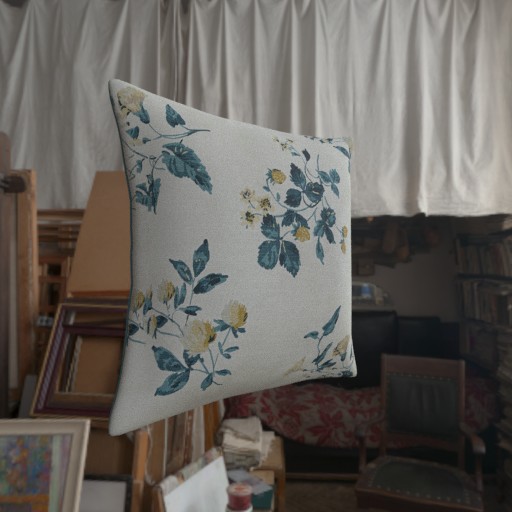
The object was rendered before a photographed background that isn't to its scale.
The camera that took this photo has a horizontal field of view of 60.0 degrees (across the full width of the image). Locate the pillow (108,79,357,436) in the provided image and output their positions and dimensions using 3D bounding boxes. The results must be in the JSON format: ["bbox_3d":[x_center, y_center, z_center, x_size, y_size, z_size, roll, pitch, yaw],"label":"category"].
[{"bbox_3d":[0.000,0.000,0.783,0.526,0.507,0.166,0,0,-38],"label":"pillow"}]
